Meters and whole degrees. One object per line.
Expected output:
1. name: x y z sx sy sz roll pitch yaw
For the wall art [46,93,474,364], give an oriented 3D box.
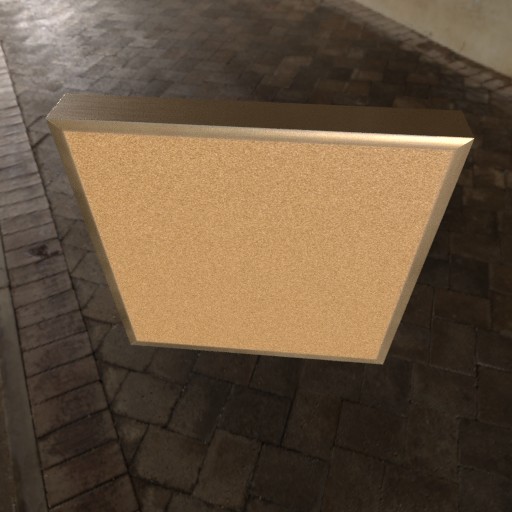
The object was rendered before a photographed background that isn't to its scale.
1. wall art: 0.000 0.000 0.436 0.305 0.303 0.038 4 47 4
